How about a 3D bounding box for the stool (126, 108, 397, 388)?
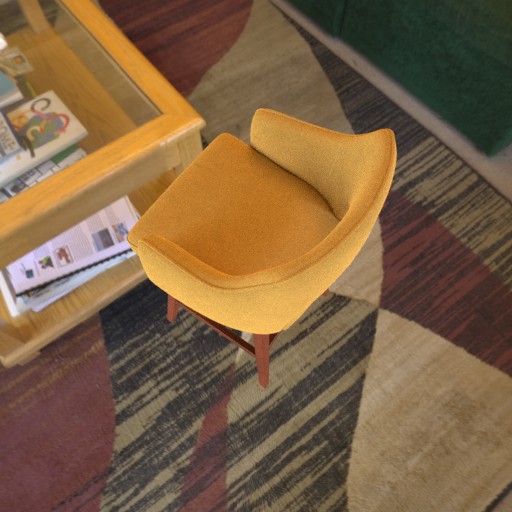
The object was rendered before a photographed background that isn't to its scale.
[{"bbox_3d":[0.000,0.000,1.351,0.558,1.012,0.548,32,68,14],"label":"stool"}]
